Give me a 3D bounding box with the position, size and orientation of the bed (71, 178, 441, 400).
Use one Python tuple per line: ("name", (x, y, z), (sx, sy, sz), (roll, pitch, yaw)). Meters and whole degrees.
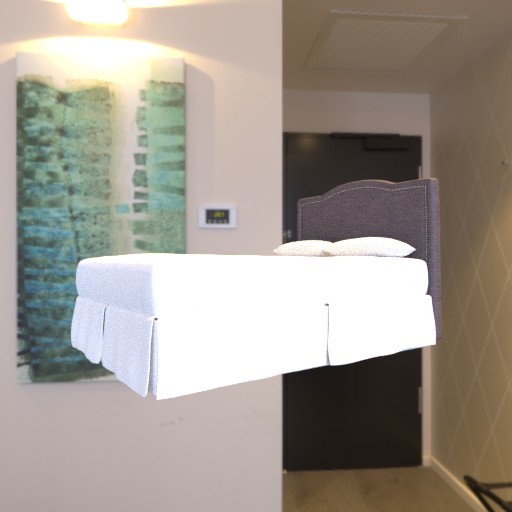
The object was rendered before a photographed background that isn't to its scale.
("bed", (0.000, 0.000, 3.558), (2.507, 1.441, 1.741), (0, 0, -35))
